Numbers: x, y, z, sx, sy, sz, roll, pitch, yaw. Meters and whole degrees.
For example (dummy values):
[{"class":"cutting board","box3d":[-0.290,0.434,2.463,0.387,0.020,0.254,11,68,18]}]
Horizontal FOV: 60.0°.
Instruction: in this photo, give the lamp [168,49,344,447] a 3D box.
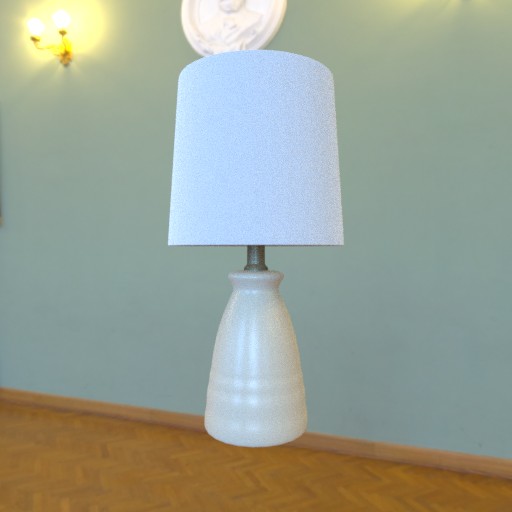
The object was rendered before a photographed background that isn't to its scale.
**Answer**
[{"class":"lamp","box3d":[0.000,0.000,0.478,0.186,0.369,0.186,0,1,0]}]
